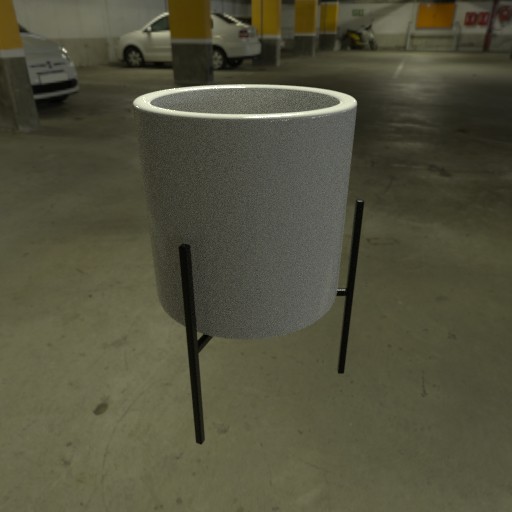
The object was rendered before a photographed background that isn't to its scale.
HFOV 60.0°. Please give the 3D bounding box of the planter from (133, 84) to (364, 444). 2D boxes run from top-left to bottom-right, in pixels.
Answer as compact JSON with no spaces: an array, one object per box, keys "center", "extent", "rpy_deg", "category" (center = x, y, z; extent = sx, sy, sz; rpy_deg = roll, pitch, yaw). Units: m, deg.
[{"center":[0.000,0.000,0.521],"extent":[0.239,0.356,0.239],"rpy_deg":[0,27,1],"category":"planter"}]
